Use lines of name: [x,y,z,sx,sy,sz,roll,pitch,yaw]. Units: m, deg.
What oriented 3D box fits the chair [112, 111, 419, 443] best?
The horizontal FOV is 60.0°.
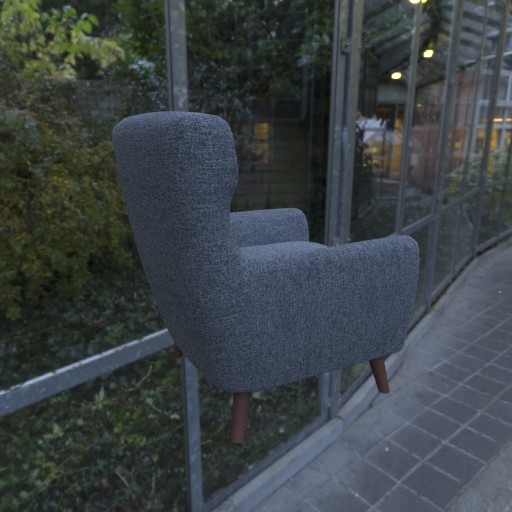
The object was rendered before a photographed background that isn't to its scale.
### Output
chair: [0.000,0.000,1.749,0.940,1.039,0.889,-7,16,-26]
